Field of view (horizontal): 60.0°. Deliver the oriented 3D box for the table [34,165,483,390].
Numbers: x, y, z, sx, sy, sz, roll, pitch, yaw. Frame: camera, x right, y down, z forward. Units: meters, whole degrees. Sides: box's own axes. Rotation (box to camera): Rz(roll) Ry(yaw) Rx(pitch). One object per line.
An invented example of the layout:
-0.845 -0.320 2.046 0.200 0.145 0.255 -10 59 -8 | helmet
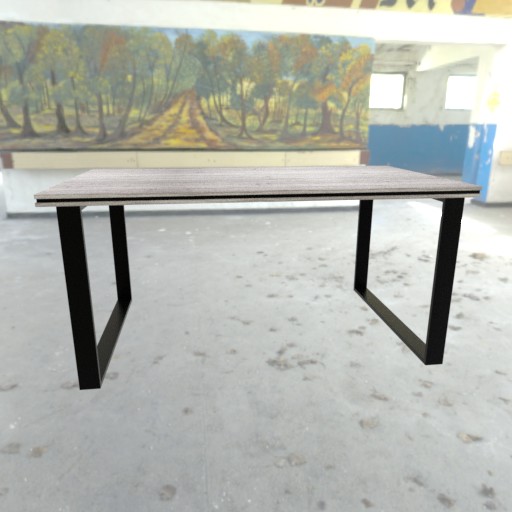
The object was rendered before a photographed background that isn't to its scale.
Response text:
0.000 0.000 2.067 1.579 0.736 0.881 -2 17 -7 | table
